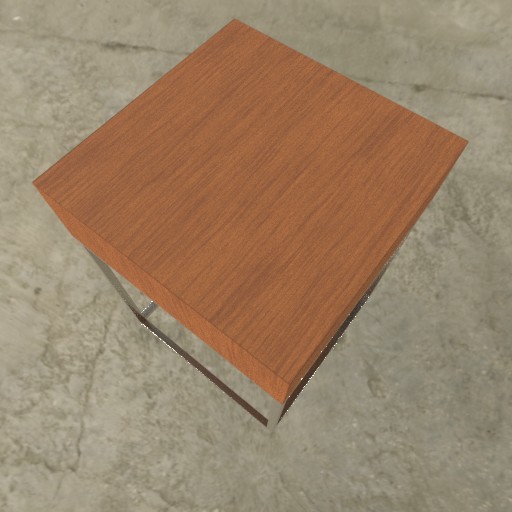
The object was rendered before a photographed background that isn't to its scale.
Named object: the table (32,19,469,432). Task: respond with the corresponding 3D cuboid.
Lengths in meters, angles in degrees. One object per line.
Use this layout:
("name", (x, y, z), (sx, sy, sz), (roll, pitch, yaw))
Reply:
("table", (0.000, 0.000, 0.807), (0.398, 0.540, 0.397), (35, 69, 16))
